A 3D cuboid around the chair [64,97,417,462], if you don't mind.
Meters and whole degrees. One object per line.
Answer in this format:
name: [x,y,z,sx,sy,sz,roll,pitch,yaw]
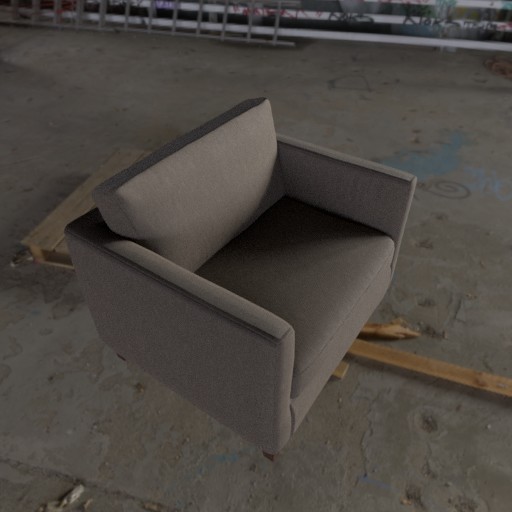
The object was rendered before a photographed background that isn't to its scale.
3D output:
chair: [0.000,0.000,1.865,0.959,0.963,1.107,24,46,26]
